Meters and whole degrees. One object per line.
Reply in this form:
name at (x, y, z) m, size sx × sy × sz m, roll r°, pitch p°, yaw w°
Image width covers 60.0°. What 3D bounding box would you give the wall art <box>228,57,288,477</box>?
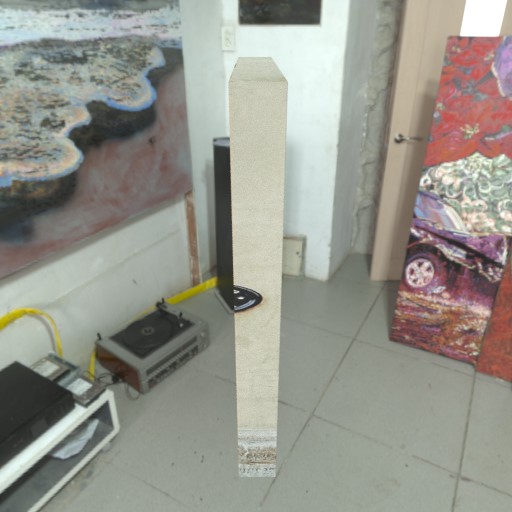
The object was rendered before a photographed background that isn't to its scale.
wall art at (0.000, 0.000, 0.482) m, size 0.038 × 0.381 × 0.254 m, roll 0°, pitch 27°, yaw -1°
